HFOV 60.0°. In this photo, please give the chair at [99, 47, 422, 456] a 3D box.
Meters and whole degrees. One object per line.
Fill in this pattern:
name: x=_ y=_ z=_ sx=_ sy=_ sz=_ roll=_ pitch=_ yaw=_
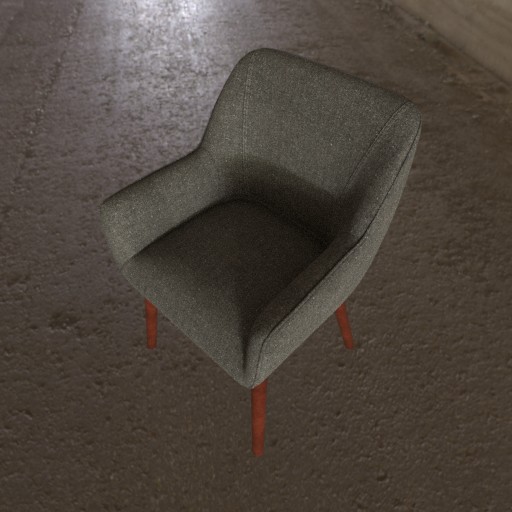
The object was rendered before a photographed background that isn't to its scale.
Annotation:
chair: x=0.000 y=0.000 z=1.115 sx=0.543 sy=0.803 sz=0.519 roll=35 pitch=55 yaw=29
